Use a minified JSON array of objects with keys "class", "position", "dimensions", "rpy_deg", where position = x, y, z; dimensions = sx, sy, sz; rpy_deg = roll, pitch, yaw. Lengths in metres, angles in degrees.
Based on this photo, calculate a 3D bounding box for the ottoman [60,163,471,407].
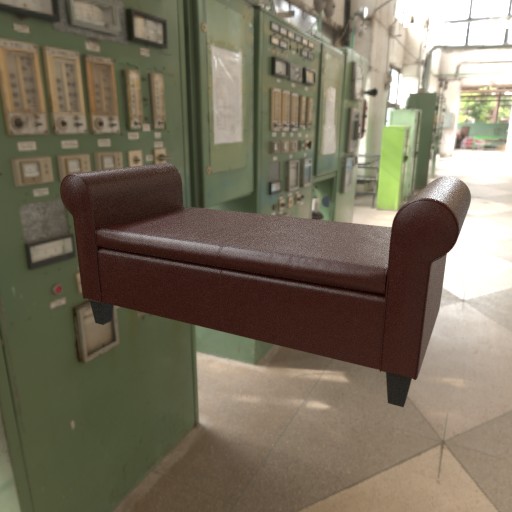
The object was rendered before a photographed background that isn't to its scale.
[{"class":"ottoman","position":[0.000,0.000,1.510],"dimensions":[1.256,0.547,0.521],"rpy_deg":[8,18,26]}]
